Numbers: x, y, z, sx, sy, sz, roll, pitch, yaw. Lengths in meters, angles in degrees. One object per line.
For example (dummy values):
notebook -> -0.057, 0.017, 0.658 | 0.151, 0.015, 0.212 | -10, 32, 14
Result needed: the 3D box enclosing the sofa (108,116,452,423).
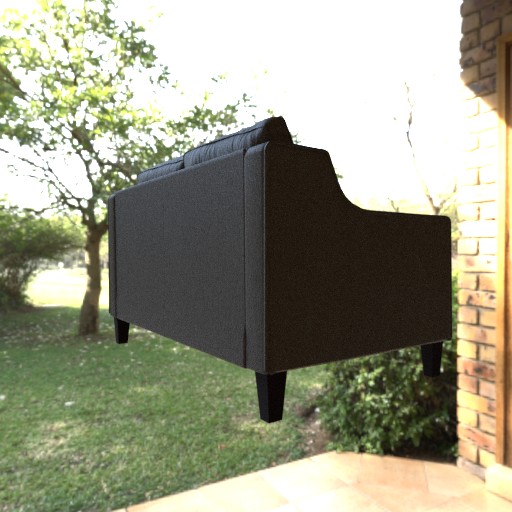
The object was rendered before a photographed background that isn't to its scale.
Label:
sofa -> 0.000, 0.000, 2.160 | 0.985, 0.981, 1.503 | 0, 1, -35
